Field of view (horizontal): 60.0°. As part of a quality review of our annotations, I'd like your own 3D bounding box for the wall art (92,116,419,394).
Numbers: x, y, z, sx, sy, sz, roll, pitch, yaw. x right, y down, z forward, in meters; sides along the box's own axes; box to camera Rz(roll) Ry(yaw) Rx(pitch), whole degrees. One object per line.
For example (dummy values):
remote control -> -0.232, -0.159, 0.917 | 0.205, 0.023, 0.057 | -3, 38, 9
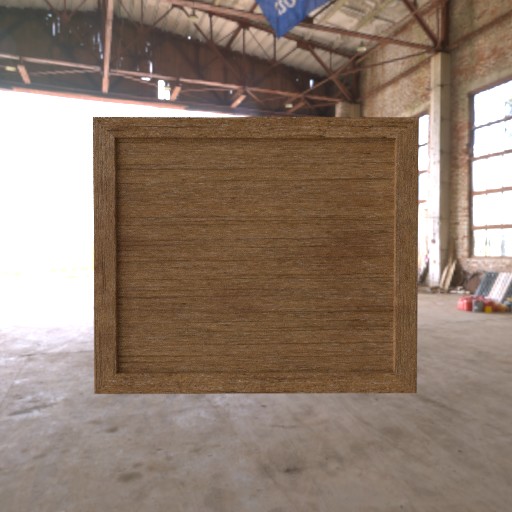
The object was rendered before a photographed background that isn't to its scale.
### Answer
wall art -> 0.000, 0.000, 0.954 | 0.690, 0.588, 0.026 | 0, 1, 0
